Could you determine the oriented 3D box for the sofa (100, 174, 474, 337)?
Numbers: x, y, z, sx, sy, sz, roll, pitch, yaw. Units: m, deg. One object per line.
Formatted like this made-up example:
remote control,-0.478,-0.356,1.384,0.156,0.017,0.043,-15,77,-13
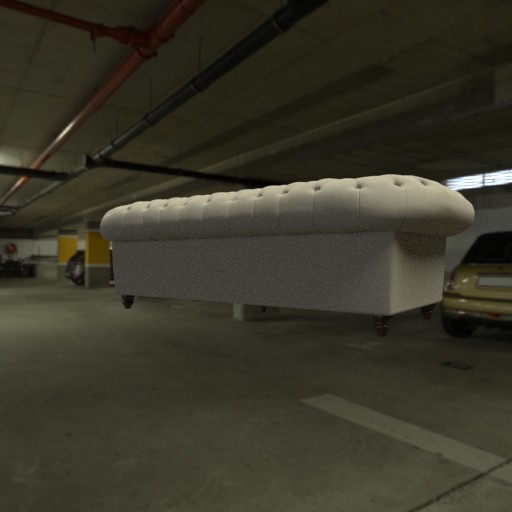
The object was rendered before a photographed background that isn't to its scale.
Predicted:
sofa,0.000,0.000,2.835,2.411,0.749,0.991,0,-1,37
